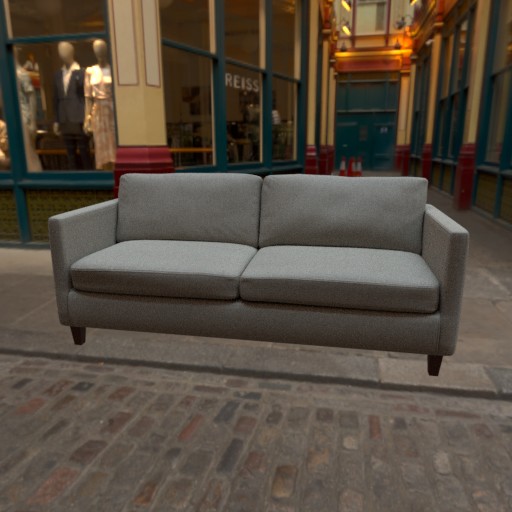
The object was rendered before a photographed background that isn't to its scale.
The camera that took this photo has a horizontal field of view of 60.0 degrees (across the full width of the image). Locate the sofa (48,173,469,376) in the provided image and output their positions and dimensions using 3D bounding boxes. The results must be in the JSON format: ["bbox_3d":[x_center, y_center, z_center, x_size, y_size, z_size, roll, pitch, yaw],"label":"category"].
[{"bbox_3d":[0.000,0.000,2.730,2.208,0.963,0.956,3,15,10],"label":"sofa"}]
